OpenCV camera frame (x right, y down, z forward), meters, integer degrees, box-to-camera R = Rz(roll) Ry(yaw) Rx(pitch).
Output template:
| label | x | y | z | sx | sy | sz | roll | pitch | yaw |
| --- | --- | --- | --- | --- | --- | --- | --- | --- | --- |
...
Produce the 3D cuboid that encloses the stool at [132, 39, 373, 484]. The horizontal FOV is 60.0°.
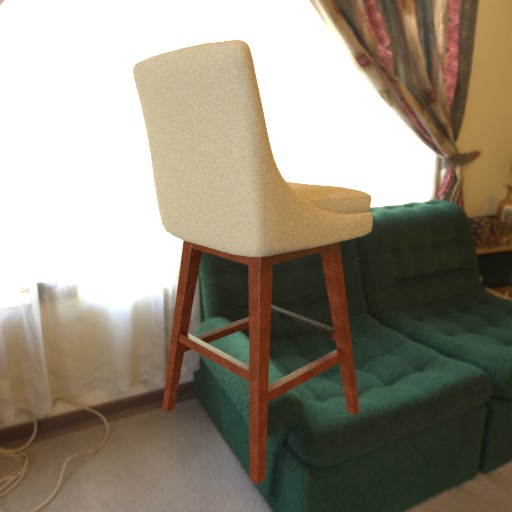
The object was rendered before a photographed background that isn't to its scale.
| label | x | y | z | sx | sy | sz | roll | pitch | yaw |
| --- | --- | --- | --- | --- | --- | --- | --- | --- | --- |
| stool | 0.000 | 0.000 | 1.347 | 0.559 | 1.092 | 0.470 | -14 | 20 | -42 |
